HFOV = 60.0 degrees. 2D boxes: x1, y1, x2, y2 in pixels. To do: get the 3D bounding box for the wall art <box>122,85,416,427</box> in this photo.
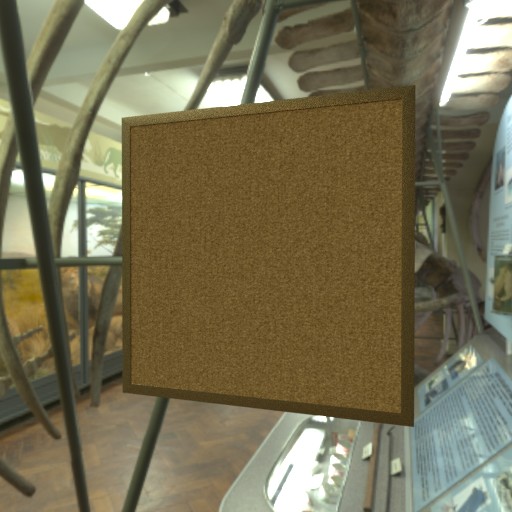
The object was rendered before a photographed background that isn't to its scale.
[{"bbox_3d":[0.000,0.000,0.757,0.510,0.509,0.037,0,1,18],"label":"wall art"}]
